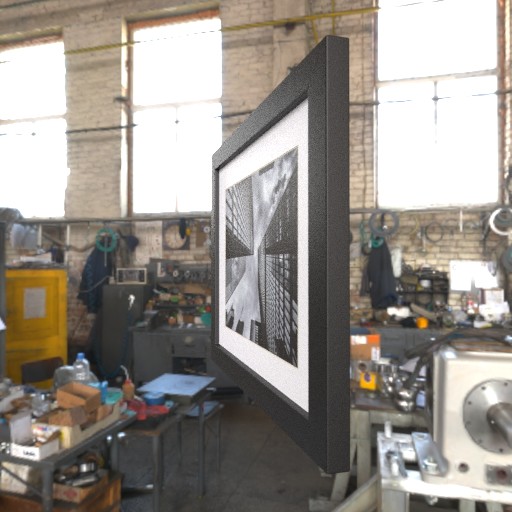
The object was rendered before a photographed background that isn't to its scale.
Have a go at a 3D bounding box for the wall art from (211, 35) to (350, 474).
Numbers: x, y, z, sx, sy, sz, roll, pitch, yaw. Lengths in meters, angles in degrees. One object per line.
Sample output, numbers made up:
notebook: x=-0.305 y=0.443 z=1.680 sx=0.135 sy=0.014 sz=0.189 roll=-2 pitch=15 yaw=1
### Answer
wall art: x=0.000 y=0.000 z=0.726 sx=0.031 sy=0.457 sz=0.558 roll=0 pitch=-1 yaw=-18
